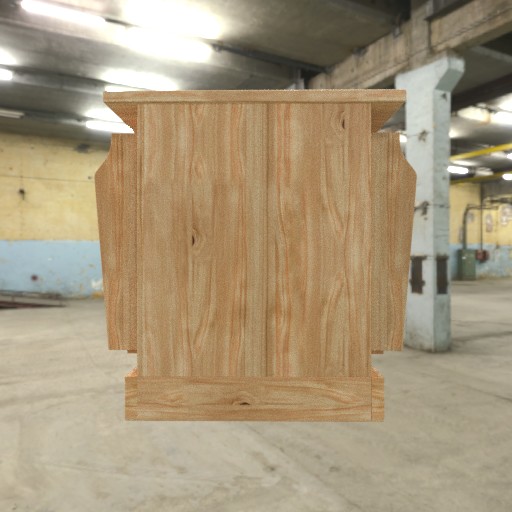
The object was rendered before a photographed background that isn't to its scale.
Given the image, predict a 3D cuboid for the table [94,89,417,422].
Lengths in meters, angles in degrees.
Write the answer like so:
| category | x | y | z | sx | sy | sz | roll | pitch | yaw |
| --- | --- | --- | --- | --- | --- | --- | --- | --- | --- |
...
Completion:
| category | x | y | z | sx | sy | sz | roll | pitch | yaw |
| --- | --- | --- | --- | --- | --- | --- | --- | --- | --- |
| table | 0.000 | 0.000 | 0.875 | 0.530 | 0.515 | 0.380 | 0 | 0 | 1 |
